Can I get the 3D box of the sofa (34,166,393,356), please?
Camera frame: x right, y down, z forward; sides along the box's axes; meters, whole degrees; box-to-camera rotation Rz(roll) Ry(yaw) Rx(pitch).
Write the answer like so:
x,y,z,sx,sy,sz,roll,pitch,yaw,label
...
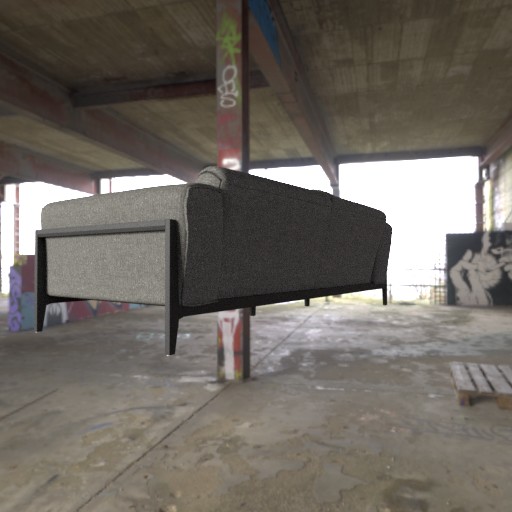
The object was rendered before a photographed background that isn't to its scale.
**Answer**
x,y,z,sx,sy,sz,roll,pitch,yaw,label
0.000,0.000,2.581,0.985,0.703,2.125,-1,-1,36,sofa
